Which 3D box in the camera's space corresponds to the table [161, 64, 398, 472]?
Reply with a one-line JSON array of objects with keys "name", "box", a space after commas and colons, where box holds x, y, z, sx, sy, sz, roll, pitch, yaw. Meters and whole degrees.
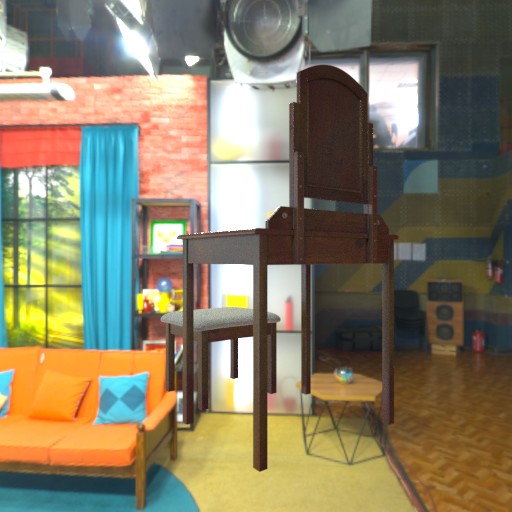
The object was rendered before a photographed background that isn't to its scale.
[{"name": "table", "box": [0.000, 0.000, 2.378, 0.876, 1.631, 1.211, 0, 0, -37]}]
